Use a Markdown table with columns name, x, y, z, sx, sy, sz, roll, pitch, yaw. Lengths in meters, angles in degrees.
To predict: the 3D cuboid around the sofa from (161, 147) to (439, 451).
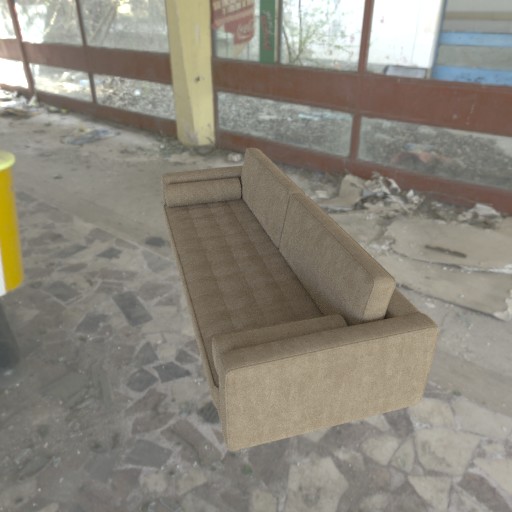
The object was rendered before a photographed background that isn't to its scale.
| name | x | y | z | sx | sy | sz | roll | pitch | yaw |
| --- | --- | --- | --- | --- | --- | --- | --- | --- | --- |
| sofa | 0.000 | 0.000 | 2.659 | 0.919 | 0.770 | 2.200 | -8 | 31 | -14 |
